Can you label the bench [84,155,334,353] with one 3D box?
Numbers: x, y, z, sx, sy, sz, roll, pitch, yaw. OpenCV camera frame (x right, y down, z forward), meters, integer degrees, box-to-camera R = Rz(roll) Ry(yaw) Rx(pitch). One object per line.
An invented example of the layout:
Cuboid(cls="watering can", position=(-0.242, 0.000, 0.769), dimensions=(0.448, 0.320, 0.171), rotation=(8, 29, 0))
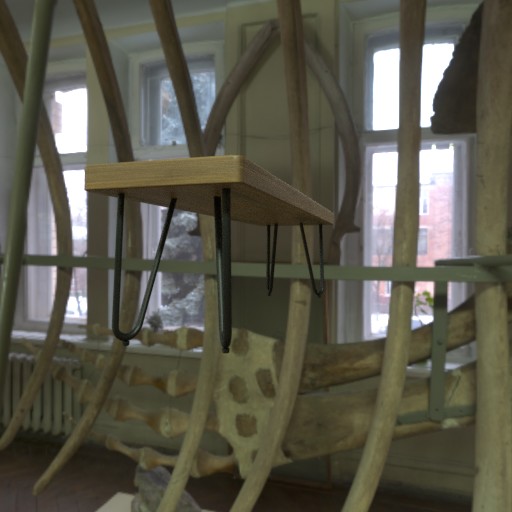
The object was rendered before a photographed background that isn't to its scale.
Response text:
Cuboid(cls="bench", position=(0.000, 0.000, 1.788), dimensions=(0.425, 0.462, 1.570), rotation=(0, 0, 17))
